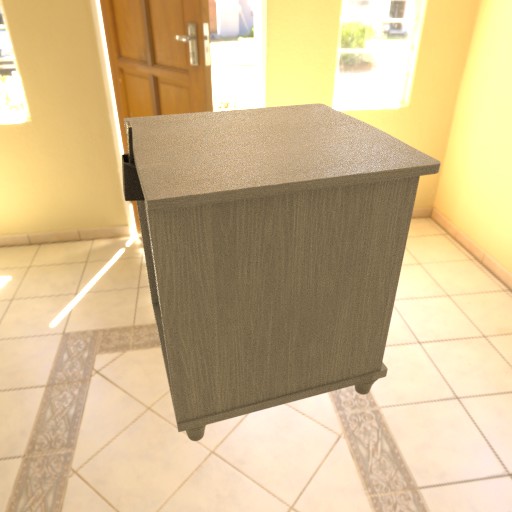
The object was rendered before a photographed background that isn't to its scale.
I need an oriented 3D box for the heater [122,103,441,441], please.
[{"bbox_3d":[0.000,0.000,0.765,0.400,0.481,0.362,-10,33,-15],"label":"heater"}]
